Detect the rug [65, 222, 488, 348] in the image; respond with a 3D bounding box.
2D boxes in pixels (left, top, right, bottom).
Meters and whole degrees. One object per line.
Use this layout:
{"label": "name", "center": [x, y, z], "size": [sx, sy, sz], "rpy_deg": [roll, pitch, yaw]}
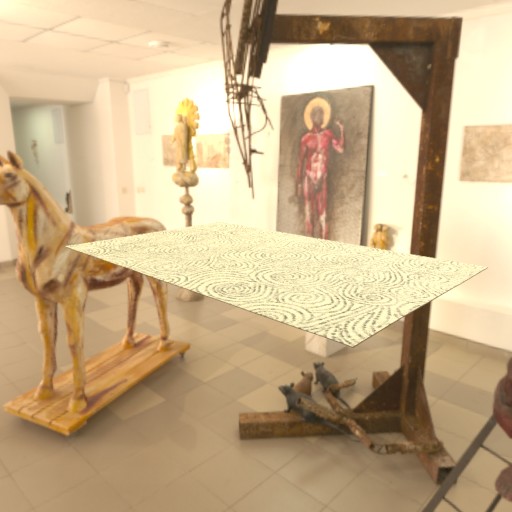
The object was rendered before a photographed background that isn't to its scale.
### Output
{"label": "rug", "center": [0.000, 0.000, 2.969], "size": [2.439, 0.005, 1.524], "rpy_deg": [13, 19, 42]}
